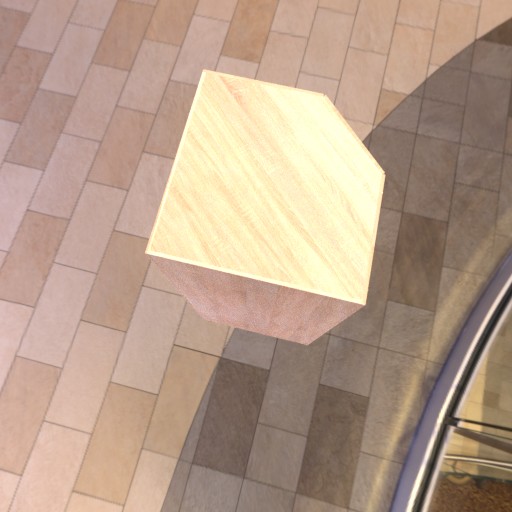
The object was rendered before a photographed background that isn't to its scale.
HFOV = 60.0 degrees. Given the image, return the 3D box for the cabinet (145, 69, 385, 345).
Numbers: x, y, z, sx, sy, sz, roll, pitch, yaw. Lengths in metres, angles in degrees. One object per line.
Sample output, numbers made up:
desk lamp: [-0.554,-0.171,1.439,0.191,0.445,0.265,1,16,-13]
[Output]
cabinet: [0.000,0.000,2.961,1.094,2.120,1.327,-31,77,-8]
